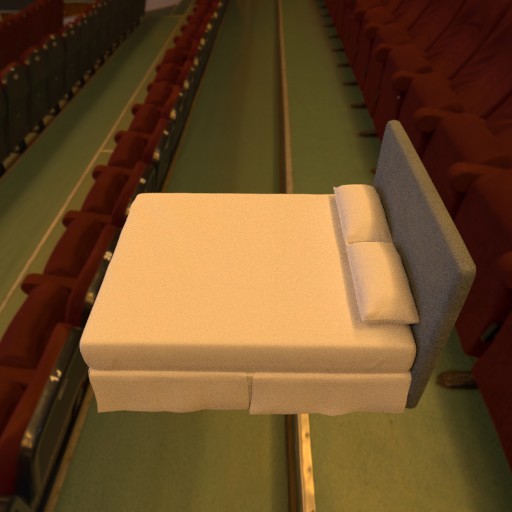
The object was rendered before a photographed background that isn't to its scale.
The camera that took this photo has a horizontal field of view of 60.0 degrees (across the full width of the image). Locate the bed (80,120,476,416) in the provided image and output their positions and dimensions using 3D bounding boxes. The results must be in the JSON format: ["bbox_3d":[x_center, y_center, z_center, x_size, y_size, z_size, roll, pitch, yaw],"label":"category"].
[{"bbox_3d":[0.000,0.000,3.126,2.142,1.330,1.713,1,41,1],"label":"bed"}]
